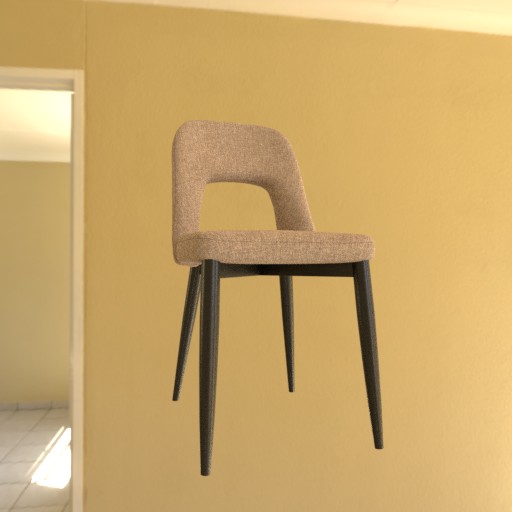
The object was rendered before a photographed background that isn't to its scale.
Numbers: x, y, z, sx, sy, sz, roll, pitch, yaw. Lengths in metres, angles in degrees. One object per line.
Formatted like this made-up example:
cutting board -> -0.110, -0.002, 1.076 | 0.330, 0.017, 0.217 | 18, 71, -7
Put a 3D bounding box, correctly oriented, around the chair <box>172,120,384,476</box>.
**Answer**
chair -> 0.000, 0.000, 1.268 | 0.470, 0.931, 0.612 | 0, -1, -18
